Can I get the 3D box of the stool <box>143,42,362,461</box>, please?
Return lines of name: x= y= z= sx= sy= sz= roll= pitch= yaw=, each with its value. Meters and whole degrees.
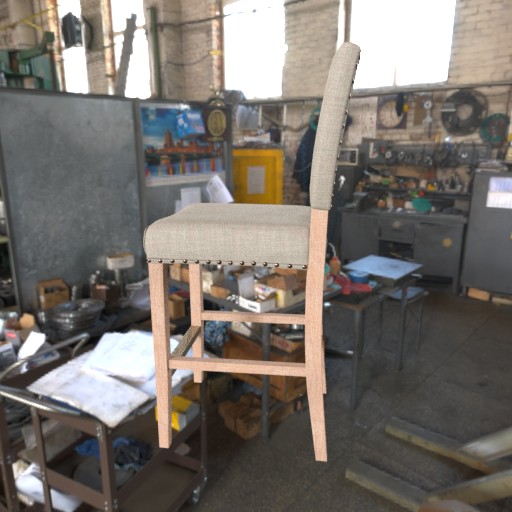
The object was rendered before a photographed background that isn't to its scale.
stool: x=0.000 y=0.000 z=1.432 sx=0.585 sy=1.173 sz=0.445 roll=2 pitch=15 yaw=8
